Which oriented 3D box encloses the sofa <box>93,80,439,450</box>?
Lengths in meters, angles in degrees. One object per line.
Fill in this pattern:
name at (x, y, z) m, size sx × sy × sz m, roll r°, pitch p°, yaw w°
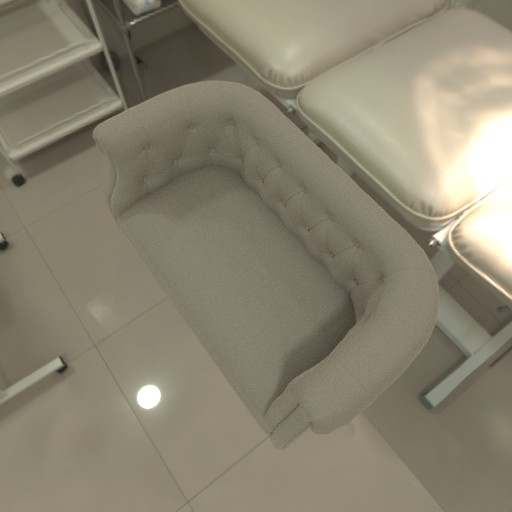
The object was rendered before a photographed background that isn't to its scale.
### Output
sofa at (0.000, 0.000, 2.025) m, size 0.835 × 0.827 × 1.558 m, roll -34°, pitch 68°, yaw -16°
